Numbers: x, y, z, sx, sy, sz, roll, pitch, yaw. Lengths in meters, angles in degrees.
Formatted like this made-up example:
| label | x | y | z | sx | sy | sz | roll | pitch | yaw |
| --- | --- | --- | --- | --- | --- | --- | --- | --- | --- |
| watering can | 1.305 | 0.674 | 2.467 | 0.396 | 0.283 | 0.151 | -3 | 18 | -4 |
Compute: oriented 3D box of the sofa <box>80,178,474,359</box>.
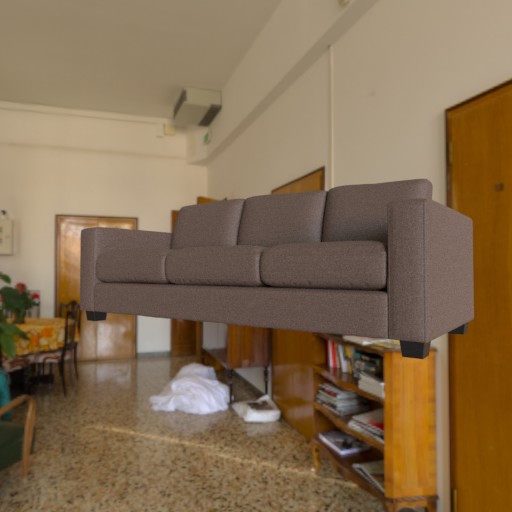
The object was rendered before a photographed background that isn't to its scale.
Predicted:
| label | x | y | z | sx | sy | sz | roll | pitch | yaw |
| --- | --- | --- | --- | --- | --- | --- | --- | --- | --- |
| sofa | 0.000 | 0.000 | 2.570 | 2.160 | 0.806 | 0.900 | -1 | -2 | 36 |
